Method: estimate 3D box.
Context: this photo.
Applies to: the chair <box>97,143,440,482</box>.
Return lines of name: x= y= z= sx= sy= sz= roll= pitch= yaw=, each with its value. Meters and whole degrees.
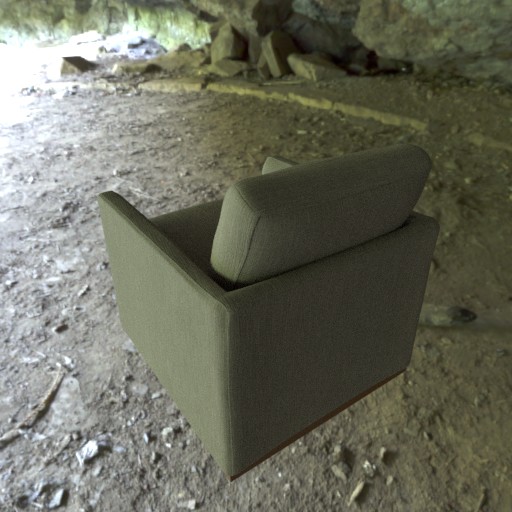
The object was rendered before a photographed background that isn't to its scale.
chair: x=0.000 y=0.000 z=1.473 sx=0.763 sy=0.811 sz=0.834 roll=-19 pitch=35 yaw=-30
